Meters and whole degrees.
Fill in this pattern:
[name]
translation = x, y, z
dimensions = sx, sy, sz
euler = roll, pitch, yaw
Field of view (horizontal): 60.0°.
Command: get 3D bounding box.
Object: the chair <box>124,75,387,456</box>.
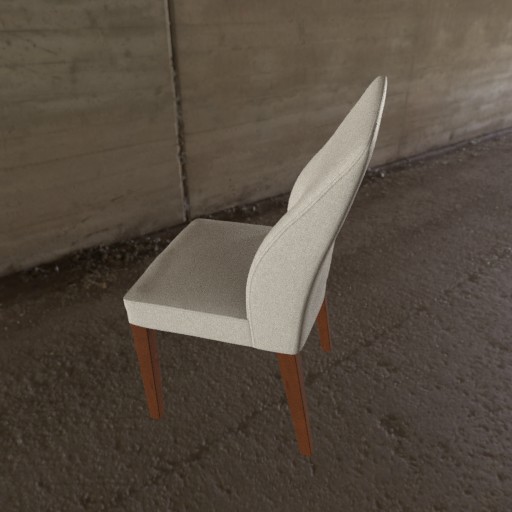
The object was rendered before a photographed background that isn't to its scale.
[chair]
translation = 0.000, 0.000, 1.156
dimensions = 0.540, 0.893, 0.472
euler = 8, 31, 13
